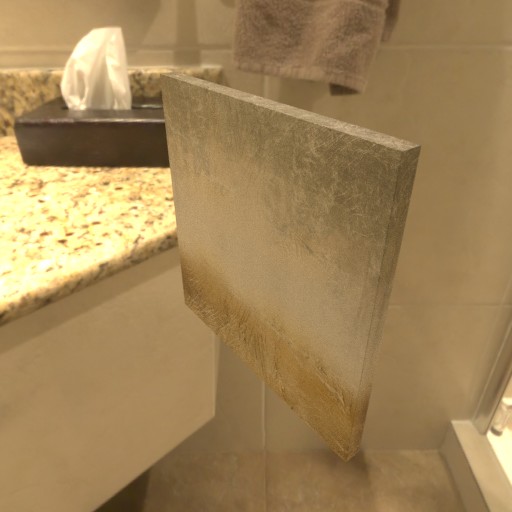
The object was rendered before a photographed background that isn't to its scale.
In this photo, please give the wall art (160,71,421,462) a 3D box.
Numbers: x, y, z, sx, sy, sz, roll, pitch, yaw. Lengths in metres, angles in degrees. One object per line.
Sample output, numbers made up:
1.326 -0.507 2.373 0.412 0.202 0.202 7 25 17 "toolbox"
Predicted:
0.000 0.000 0.894 0.038 0.610 0.610 -22 39 -31 "wall art"
